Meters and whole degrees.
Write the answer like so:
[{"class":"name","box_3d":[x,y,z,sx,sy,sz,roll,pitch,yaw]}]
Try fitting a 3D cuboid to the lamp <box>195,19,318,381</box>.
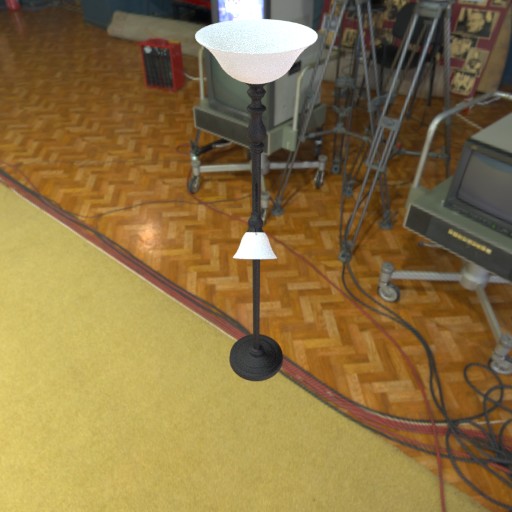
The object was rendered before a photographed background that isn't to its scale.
[{"class":"lamp","box_3d":[0.000,0.000,1.993,0.405,1.793,0.588,1,41,1]}]
